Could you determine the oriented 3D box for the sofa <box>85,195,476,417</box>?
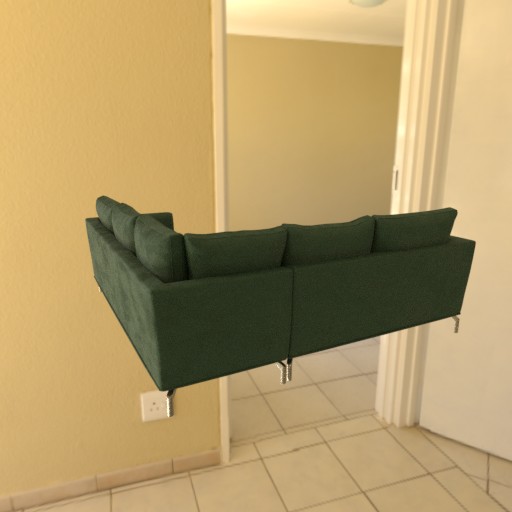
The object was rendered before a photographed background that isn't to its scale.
[{"bbox_3d":[0.000,0.000,3.859,2.468,1.004,2.452,-8,16,-27],"label":"sofa"}]
